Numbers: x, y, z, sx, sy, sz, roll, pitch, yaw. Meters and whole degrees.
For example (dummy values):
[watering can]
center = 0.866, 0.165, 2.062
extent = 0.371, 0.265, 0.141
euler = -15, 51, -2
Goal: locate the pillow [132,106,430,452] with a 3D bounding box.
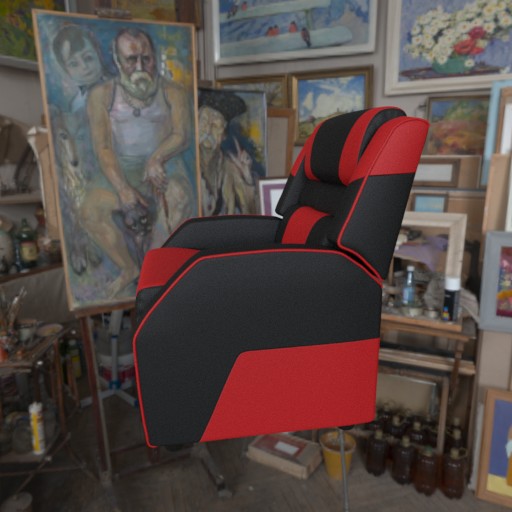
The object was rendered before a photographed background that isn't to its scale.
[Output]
[pillow]
center = 0.000, 0.000, 1.279
extent = 0.672, 0.805, 0.620
euler = -2, 13, -11
